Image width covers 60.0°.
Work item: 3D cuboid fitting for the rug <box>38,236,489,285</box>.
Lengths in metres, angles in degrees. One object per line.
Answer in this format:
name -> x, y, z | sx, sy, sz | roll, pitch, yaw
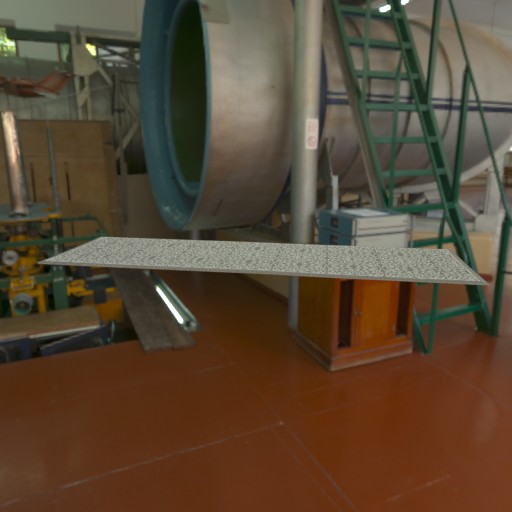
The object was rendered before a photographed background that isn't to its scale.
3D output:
rug -> 0.000, 0.000, 2.444 | 2.196, 0.011, 0.662 | 2, 15, 9
